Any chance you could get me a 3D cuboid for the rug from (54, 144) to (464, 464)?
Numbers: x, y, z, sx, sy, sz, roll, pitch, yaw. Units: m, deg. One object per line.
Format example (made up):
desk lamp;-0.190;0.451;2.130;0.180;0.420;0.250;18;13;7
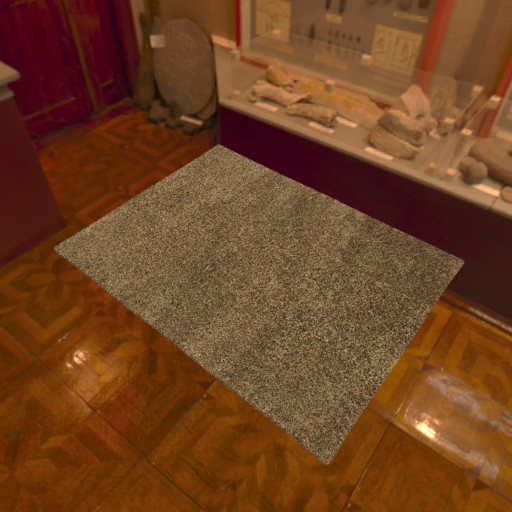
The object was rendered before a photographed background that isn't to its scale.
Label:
rug;0.000;0.000;2.155;1.601;0.025;1.198;31;54;26
